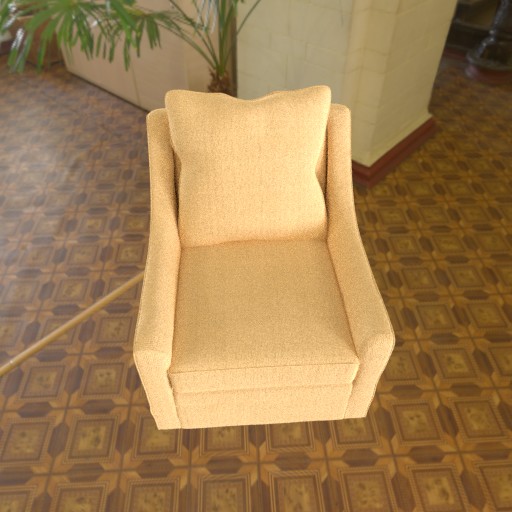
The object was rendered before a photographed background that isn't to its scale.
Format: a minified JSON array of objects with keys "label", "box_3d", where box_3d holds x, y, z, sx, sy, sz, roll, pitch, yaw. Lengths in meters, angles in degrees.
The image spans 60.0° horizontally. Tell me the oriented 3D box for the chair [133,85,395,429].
[{"label":"chair","box_3d":[0.000,0.000,1.594,0.760,0.927,0.876,-2,45,-3]}]
